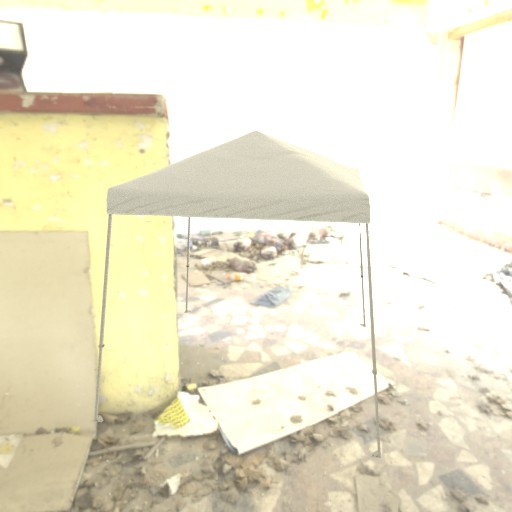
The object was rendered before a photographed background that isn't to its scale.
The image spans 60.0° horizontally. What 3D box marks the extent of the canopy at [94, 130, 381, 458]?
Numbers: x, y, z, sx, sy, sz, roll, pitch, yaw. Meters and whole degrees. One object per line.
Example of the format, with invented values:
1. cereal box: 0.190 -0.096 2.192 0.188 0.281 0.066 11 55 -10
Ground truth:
1. canopy: 0.000 0.000 6.592 3.600 3.600 3.599 3 17 10
